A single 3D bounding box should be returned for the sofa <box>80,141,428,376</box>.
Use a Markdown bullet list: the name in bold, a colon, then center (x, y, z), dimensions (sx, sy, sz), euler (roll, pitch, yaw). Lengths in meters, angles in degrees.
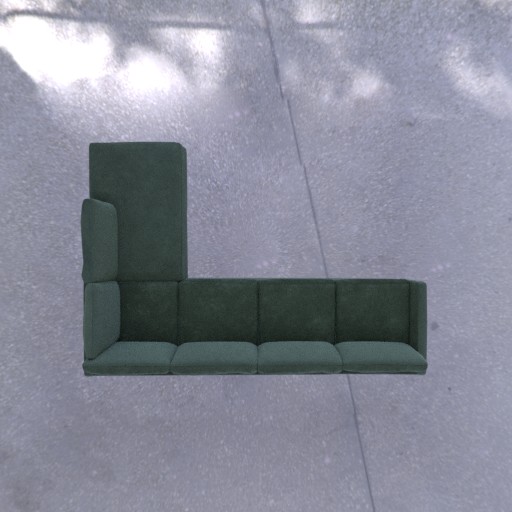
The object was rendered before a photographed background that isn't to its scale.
- **sofa**: center (0.000, 0.000, 3.304), dimensions (2.486, 0.687, 1.707), euler (0, 90, -1)
